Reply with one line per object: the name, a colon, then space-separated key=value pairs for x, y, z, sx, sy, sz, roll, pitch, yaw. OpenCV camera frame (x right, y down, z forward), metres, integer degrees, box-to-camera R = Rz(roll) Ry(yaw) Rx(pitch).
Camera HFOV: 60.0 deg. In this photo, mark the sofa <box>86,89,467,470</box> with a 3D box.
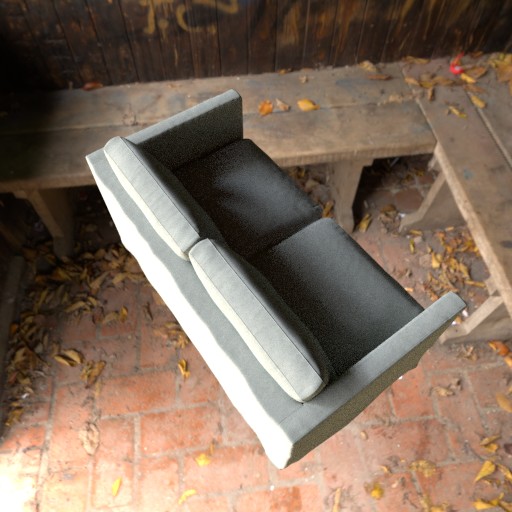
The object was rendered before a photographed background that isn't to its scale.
sofa: x=0.000 y=0.000 z=2.258 sx=0.944 sy=0.830 sz=1.727 roll=-31 pitch=63 yaw=-18
